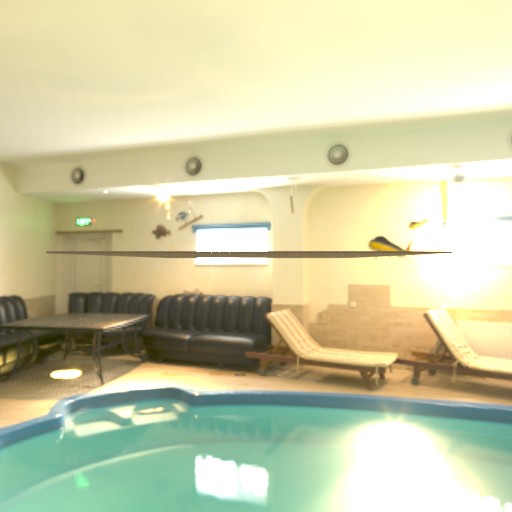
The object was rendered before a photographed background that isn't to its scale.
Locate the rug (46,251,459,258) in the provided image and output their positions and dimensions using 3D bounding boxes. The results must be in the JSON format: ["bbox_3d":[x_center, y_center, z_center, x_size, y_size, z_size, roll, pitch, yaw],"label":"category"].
[{"bbox_3d":[0.000,0.000,2.827,1.600,0.008,2.235,0,-1,1],"label":"rug"}]
